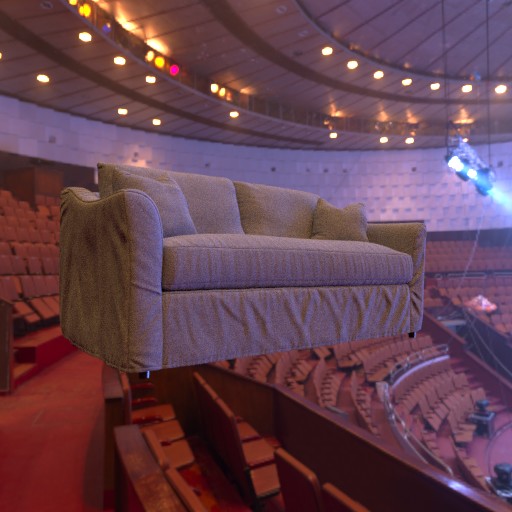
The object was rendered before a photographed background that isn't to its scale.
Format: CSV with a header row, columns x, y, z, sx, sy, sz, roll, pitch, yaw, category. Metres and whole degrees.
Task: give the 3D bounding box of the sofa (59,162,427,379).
x,y,z,sx,sy,sz,roll,pitch,yaw,category
0.000,0.000,2.660,2.010,1.018,1.072,1,-2,-36,sofa
